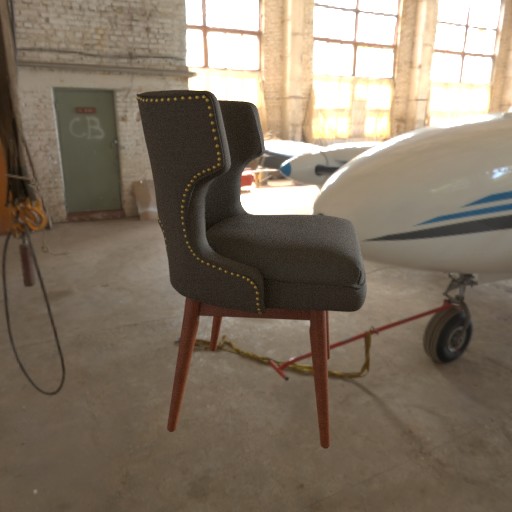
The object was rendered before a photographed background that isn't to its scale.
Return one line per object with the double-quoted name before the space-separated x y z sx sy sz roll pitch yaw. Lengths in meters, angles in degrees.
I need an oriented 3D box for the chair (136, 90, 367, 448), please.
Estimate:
"chair" 0.000 0.000 1.245 0.581 0.863 0.595 3 17 9
